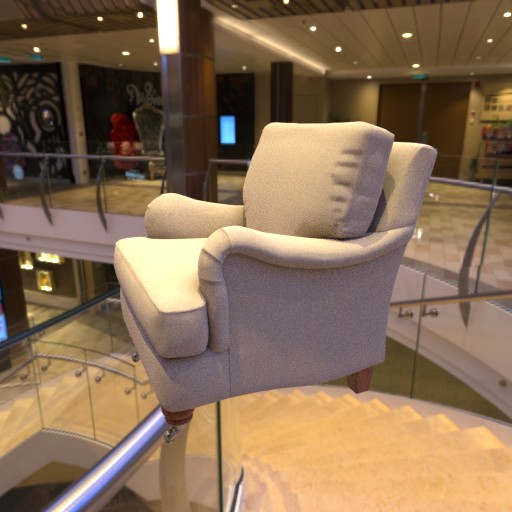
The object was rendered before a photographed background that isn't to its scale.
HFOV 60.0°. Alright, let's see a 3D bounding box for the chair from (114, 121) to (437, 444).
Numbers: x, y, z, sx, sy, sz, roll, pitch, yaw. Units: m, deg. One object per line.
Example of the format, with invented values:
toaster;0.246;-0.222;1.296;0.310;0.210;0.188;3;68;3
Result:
chair;0.000;0.000;1.860;1.078;1.076;0.895;-8;18;-24
